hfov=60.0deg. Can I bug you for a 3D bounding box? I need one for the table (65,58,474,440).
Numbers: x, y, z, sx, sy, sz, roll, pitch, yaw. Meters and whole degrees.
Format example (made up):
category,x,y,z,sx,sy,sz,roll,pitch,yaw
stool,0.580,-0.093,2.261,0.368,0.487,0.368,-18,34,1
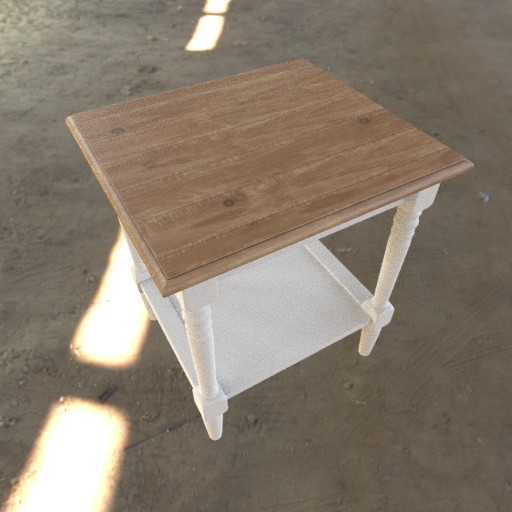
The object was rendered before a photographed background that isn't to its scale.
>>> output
category,x,y,z,sx,sy,sz,roll,pitch,yaw
table,0.000,0.000,0.919,0.508,0.561,0.457,-23,50,-21
